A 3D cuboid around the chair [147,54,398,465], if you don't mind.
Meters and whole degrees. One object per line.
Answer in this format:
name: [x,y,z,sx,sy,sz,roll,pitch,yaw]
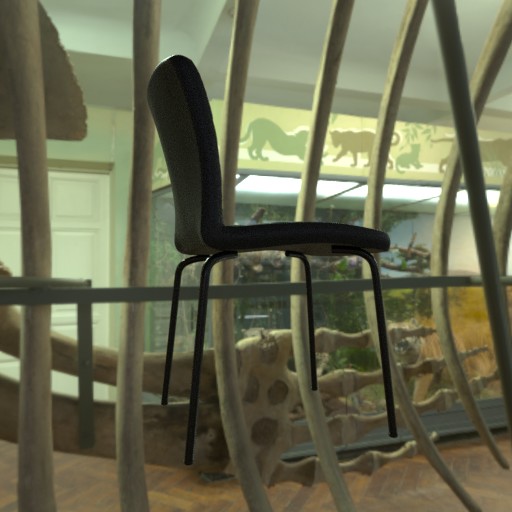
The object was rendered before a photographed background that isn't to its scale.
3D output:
chair: [0.000,0.000,1.188,0.572,0.872,0.450,1,-2,-18]
